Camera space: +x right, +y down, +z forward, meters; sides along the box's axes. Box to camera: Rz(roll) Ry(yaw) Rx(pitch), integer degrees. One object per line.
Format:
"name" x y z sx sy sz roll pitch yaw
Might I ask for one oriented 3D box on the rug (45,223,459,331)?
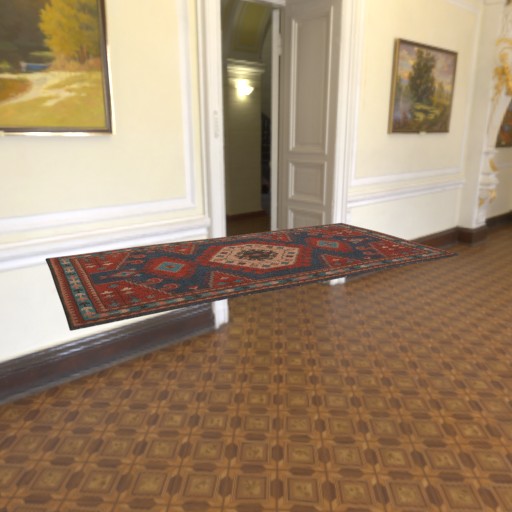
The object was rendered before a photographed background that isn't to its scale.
"rug" 0.000 0.000 3.629 3.032 0.034 1.522 -8 18 -28
